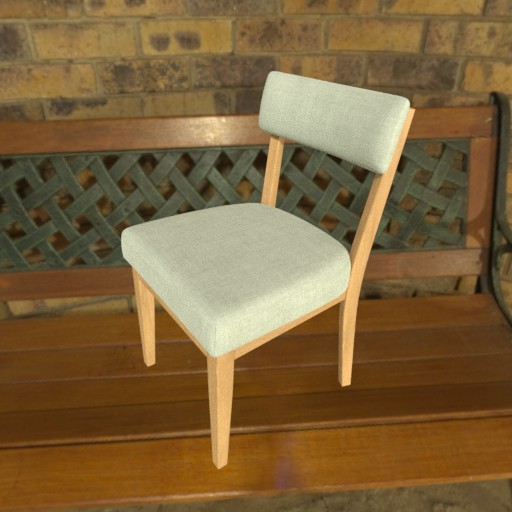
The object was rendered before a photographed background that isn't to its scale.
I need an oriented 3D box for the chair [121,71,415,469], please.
[{"bbox_3d":[0.000,0.000,1.183,0.572,0.832,0.508,-20,36,-30],"label":"chair"}]
